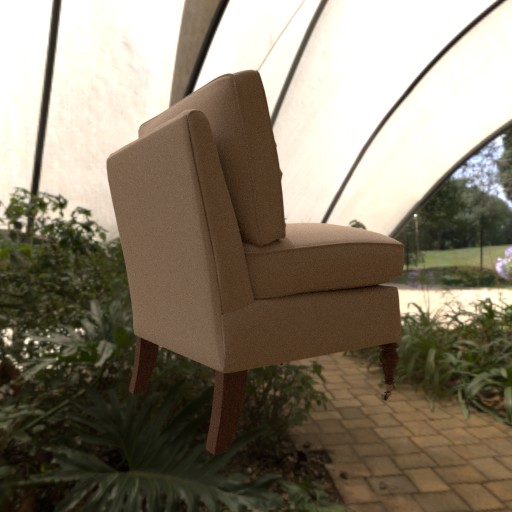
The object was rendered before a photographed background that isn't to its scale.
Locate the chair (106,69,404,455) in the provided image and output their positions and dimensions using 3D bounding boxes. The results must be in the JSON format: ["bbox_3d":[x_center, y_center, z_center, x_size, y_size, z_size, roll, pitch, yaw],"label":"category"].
[{"bbox_3d":[0.000,0.000,1.655,0.912,1.052,0.724,0,1,-35],"label":"chair"}]
